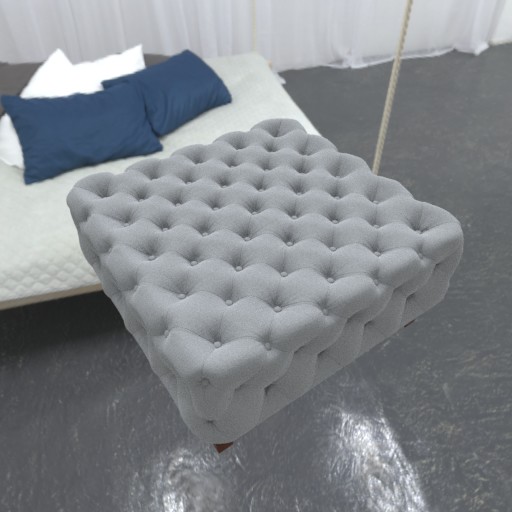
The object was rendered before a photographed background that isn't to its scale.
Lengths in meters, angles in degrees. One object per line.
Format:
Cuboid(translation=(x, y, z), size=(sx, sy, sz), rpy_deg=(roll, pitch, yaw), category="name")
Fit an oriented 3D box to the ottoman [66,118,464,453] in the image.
Cuboid(translation=(0.000, 0.000, 1.203), size=(0.764, 0.365, 0.758), rpy_deg=(-26, 49, -25), category="ottoman")
